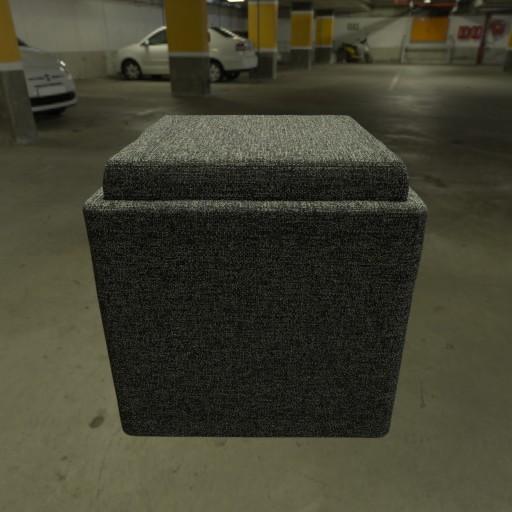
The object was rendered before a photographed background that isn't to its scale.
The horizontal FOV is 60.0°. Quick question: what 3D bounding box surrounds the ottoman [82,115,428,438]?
[{"bbox_3d":[0.000,0.000,0.824,0.450,0.463,0.450,0,26,0],"label":"ottoman"}]
